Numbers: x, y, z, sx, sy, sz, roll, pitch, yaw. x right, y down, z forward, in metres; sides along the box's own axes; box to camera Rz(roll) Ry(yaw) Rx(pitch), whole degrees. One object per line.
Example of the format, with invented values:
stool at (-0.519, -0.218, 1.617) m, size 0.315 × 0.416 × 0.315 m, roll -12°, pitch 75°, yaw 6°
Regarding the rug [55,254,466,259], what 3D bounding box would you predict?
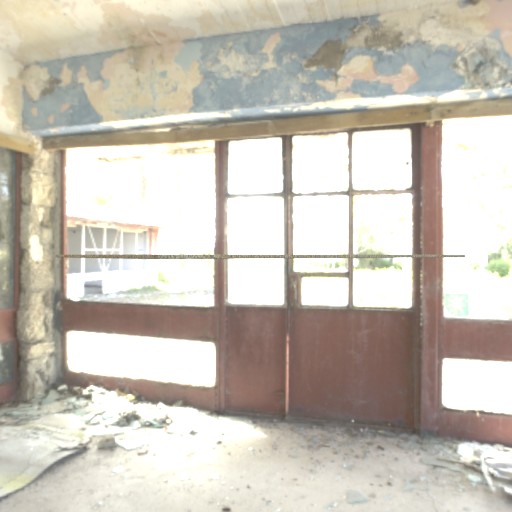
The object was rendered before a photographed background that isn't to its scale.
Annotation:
rug at (0.000, 0.000, 4.108) m, size 3.001 × 0.025 × 2.401 m, roll 0°, pitch 0°, yaw -36°
